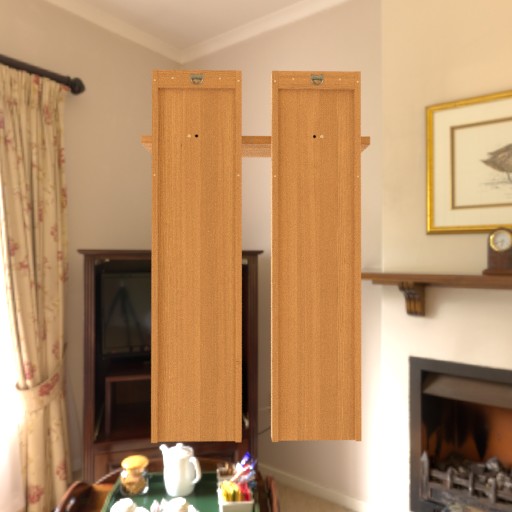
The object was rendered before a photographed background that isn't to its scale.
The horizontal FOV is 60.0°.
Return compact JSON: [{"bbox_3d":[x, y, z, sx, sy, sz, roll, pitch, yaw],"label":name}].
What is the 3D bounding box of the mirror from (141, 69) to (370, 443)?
[{"bbox_3d":[0.000,0.000,1.620,0.800,1.250,0.260,0,0,-1],"label":"mirror"}]
